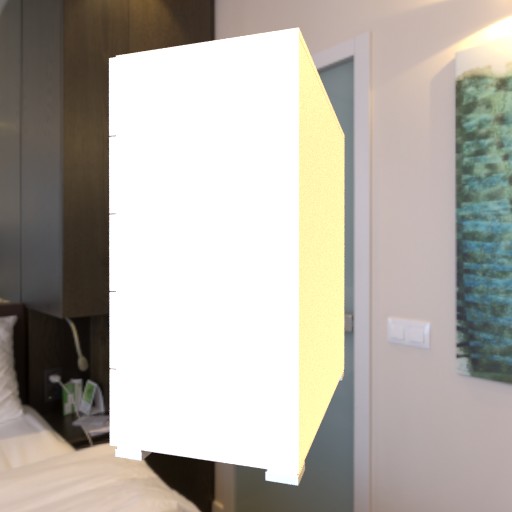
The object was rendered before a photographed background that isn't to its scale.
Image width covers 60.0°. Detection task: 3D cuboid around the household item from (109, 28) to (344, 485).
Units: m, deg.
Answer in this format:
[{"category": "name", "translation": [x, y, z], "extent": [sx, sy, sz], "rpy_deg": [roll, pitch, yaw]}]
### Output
[{"category": "household item", "translation": [0.000, 0.000, 1.286], "extent": [0.420, 0.870, 0.800], "rpy_deg": [0, 0, 17]}]
